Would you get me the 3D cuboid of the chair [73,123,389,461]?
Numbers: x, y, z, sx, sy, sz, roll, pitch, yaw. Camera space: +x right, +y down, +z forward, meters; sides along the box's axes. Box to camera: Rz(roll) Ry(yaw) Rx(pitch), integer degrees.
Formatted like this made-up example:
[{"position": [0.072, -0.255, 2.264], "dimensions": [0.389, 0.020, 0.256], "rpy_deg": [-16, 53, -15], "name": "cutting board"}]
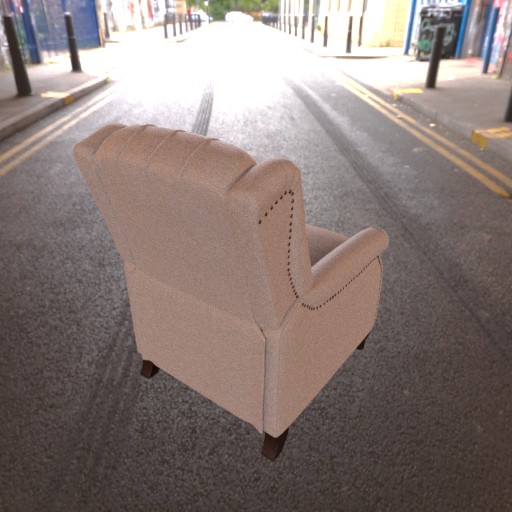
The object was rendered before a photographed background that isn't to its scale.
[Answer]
[{"position": [0.000, 0.000, 1.621], "dimensions": [0.742, 1.035, 0.902], "rpy_deg": [20, 35, 32], "name": "chair"}]
